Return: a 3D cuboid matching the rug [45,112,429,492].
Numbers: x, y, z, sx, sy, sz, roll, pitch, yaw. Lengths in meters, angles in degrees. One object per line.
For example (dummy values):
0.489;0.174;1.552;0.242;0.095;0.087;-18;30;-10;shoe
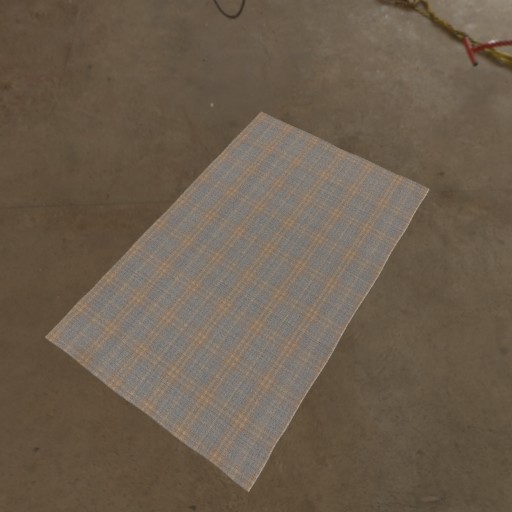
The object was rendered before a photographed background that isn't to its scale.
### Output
0.000;0.000;3.067;1.545;0.016;2.460;30;64;17;rug
